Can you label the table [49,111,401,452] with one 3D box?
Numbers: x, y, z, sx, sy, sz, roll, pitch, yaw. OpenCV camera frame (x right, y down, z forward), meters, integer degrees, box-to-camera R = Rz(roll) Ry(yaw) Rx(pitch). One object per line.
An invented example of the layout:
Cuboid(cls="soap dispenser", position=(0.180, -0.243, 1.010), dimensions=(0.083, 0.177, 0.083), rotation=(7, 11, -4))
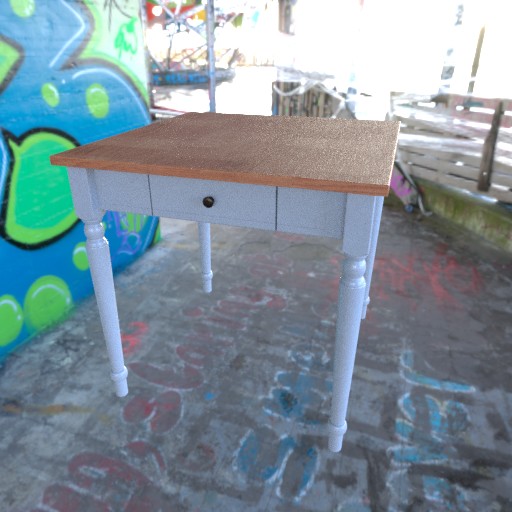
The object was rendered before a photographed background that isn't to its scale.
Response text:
Cuboid(cls="table", position=(0.000, 0.000, 1.382), dimensions=(0.747, 0.738, 0.747), rotation=(8, 27, 16))
